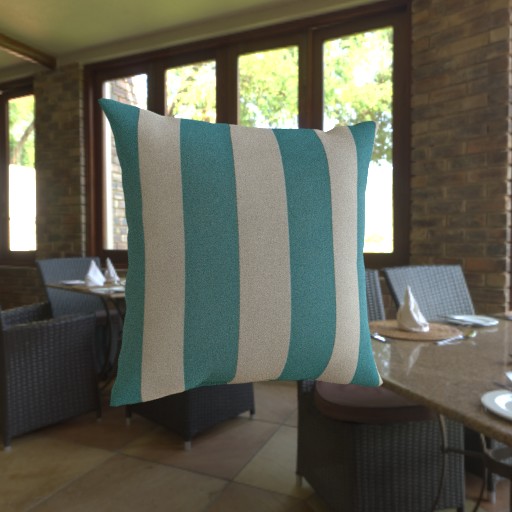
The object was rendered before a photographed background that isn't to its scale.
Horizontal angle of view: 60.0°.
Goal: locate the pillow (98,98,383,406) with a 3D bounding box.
[{"bbox_3d":[0.000,0.000,0.805,0.536,0.526,0.189,-1,2,-17],"label":"pillow"}]
